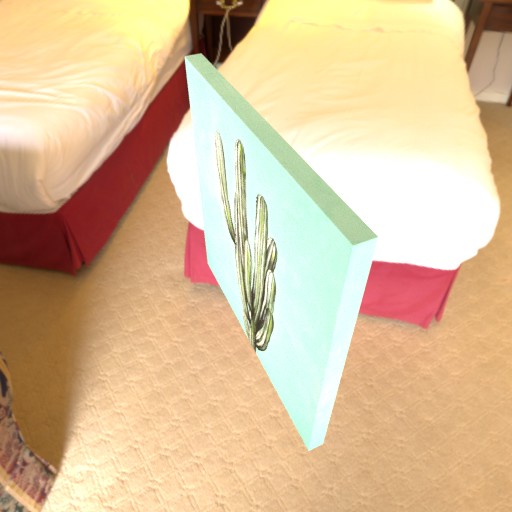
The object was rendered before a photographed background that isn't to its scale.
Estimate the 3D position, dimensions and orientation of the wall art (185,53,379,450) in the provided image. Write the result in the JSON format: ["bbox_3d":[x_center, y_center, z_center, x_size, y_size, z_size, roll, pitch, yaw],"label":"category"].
[{"bbox_3d":[0.000,0.000,0.917,0.036,0.603,0.603,-18,48,-17],"label":"wall art"}]
